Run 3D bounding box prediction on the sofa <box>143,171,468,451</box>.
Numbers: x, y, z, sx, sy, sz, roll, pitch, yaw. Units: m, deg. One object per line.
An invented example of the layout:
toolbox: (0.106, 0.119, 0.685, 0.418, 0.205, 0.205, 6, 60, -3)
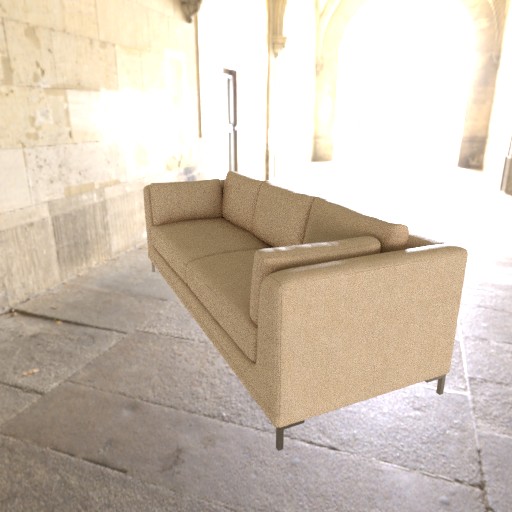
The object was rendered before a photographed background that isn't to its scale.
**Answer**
sofa: (0.000, 0.000, 2.906, 0.969, 0.867, 2.415, -8, 20, -24)
